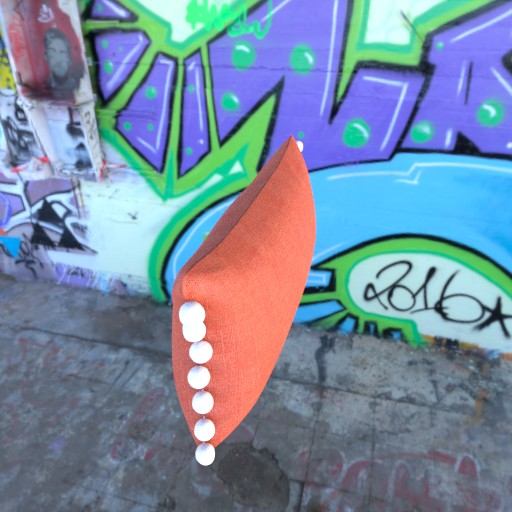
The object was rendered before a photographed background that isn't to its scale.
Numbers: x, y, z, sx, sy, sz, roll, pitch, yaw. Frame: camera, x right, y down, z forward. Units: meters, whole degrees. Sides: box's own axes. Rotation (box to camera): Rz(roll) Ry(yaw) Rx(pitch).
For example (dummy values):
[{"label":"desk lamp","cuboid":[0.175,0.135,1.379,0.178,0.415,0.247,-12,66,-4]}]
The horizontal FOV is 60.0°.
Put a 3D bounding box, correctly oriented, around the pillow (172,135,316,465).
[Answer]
[{"label":"pillow","cuboid":[0.000,0.000,0.843,0.201,0.322,0.709,8,31,13]}]
